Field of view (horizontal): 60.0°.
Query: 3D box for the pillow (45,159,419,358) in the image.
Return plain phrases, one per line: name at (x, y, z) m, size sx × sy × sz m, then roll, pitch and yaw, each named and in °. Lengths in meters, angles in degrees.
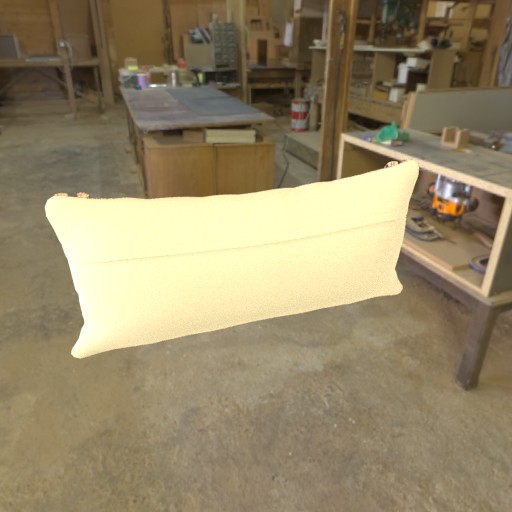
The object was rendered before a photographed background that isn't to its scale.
pillow at (0.000, 0.000, 0.754) m, size 0.635 × 0.282 × 0.139 m, roll -9°, pitch 28°, yaw -17°
